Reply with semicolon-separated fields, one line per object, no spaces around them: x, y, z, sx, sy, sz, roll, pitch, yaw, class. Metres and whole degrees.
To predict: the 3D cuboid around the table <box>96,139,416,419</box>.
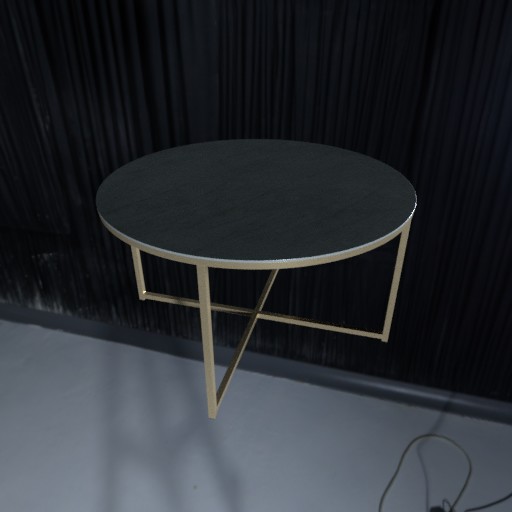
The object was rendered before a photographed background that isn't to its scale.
0.000;0.000;1.272;0.800;0.450;0.800;0;30;0;table
